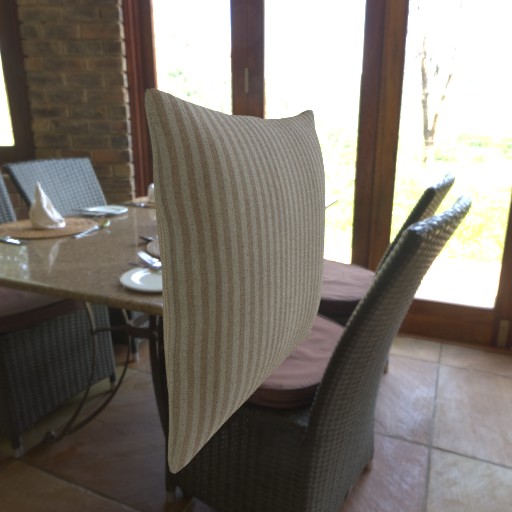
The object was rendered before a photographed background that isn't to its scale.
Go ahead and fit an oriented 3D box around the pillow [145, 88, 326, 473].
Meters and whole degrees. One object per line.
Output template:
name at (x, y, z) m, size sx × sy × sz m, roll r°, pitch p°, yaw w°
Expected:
pillow at (0.000, 0.000, 0.773) m, size 0.166 × 0.510 × 0.523 m, roll 8°, pitch 17°, yaw 26°
